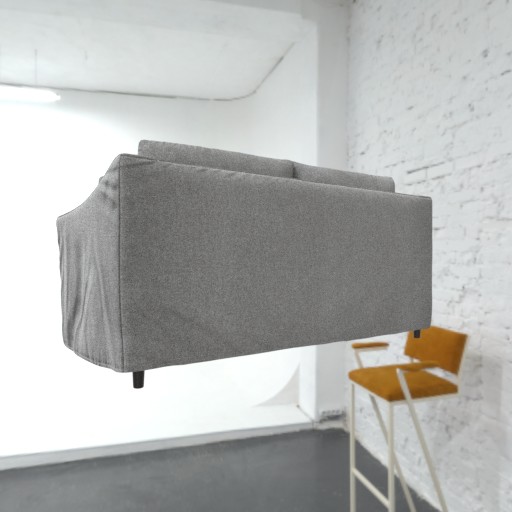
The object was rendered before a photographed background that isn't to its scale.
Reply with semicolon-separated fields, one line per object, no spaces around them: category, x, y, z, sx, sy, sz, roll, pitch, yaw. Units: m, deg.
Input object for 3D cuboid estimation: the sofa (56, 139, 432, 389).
sofa;0.000;0.000;2.601;2.010;1.018;1.072;0;0;-36
